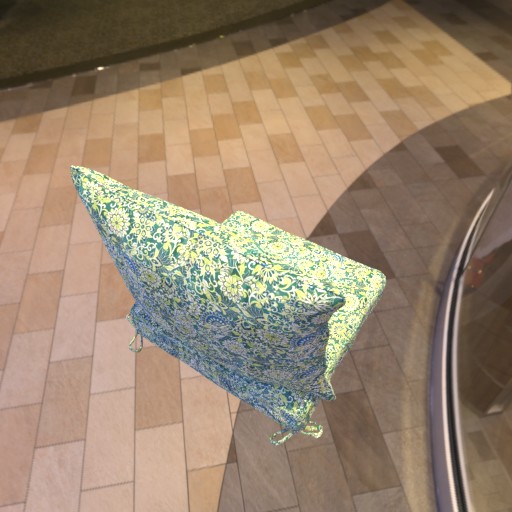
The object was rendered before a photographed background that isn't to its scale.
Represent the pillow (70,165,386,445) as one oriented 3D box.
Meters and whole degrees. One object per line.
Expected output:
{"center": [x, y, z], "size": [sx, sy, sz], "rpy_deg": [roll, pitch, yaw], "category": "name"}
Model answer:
{"center": [0.000, 0.000, 1.386], "size": [0.798, 0.722, 0.740], "rpy_deg": [25, 51, 23], "category": "pillow"}
